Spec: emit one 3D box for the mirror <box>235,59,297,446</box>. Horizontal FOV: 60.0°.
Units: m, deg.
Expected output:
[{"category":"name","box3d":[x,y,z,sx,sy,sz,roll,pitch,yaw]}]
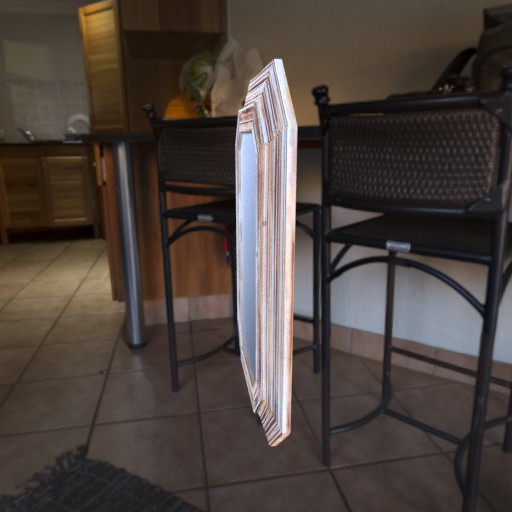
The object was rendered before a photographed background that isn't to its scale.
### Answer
[{"category":"mirror","box3d":[0.000,0.000,1.306,0.061,1.015,0.709,-2,15,-8]}]
